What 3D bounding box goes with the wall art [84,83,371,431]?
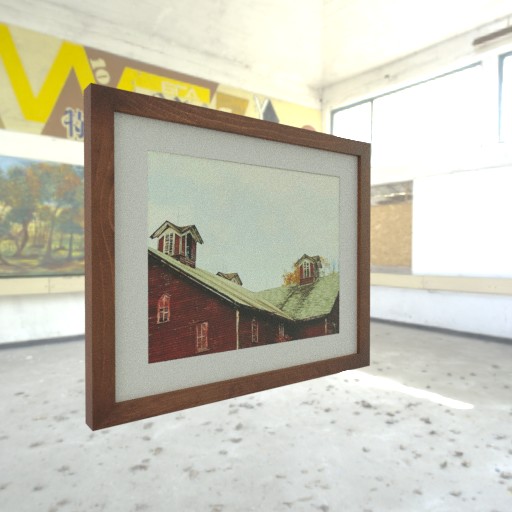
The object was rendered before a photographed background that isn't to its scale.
[{"bbox_3d":[0.000,0.000,0.759,0.558,0.457,0.033,-1,1,-36],"label":"wall art"}]
